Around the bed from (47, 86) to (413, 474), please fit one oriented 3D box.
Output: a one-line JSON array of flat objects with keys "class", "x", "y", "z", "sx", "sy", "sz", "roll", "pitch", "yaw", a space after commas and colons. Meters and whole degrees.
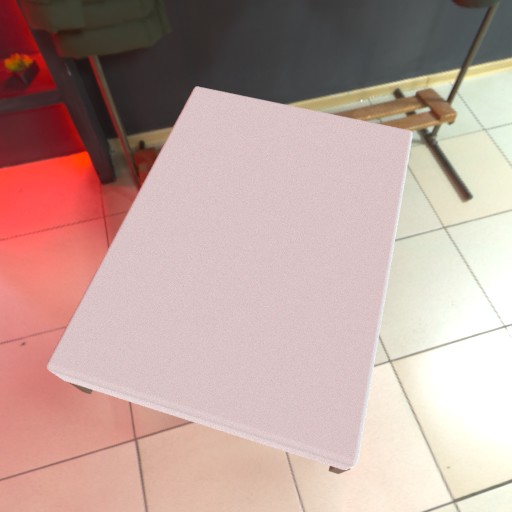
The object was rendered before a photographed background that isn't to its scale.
[{"class": "bed", "x": 0.000, "y": 0.000, "z": 2.721, "sx": 1.529, "sy": 0.593, "sz": 2.050, "roll": 14, "pitch": 62, "yaw": 8}]
